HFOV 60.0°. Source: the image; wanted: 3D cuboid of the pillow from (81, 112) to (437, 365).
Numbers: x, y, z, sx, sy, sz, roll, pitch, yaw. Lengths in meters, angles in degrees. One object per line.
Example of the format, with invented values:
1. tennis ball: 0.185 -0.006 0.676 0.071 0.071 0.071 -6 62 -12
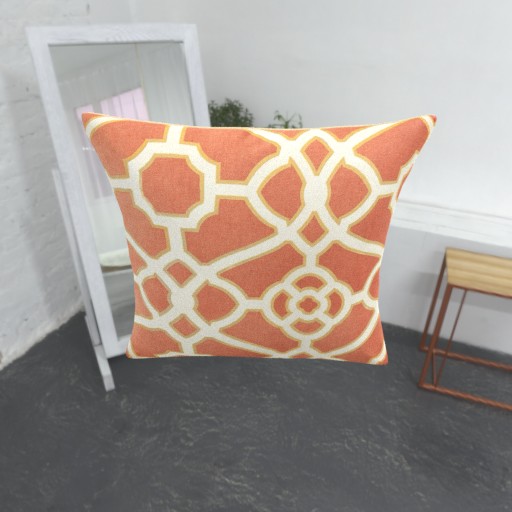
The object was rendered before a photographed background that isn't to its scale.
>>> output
1. pillow: 0.000 0.000 0.811 0.552 0.508 0.166 1 31 2
